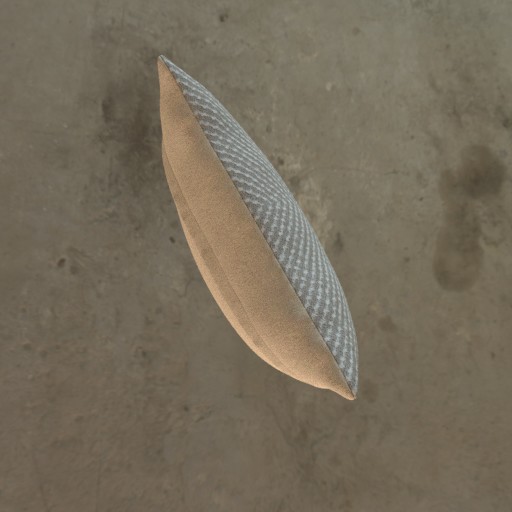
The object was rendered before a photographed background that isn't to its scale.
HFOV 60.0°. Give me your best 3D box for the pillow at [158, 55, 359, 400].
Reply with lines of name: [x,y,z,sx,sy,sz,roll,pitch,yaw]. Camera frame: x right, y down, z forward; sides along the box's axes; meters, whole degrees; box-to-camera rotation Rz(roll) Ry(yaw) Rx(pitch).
pillow: [0.000,0.000,0.711,0.181,0.458,0.459,-28,77,-7]
